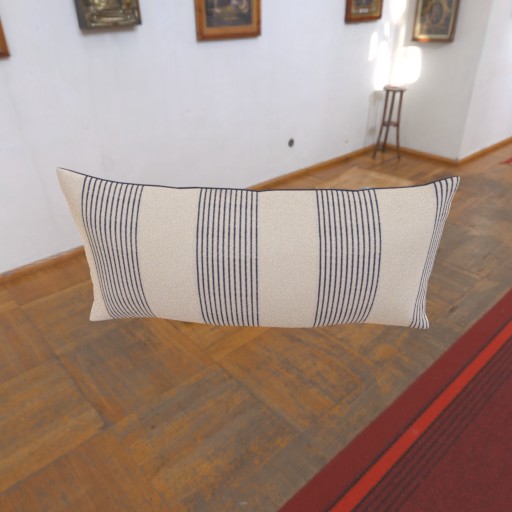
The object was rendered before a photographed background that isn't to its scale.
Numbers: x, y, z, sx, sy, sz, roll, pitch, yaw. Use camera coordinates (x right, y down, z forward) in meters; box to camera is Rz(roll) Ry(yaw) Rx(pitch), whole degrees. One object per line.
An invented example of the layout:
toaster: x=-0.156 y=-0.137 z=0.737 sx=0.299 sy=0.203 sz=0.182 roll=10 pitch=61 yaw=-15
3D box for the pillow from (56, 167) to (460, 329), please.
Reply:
pillow: x=0.000 y=0.000 z=0.728 sx=0.610 sy=0.287 sz=0.151 roll=1 pitch=30 yaw=2
